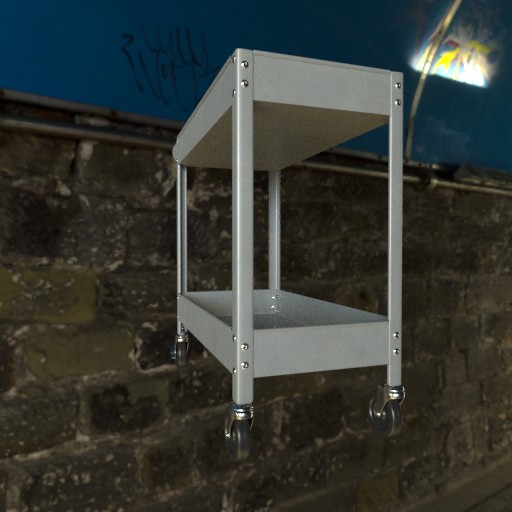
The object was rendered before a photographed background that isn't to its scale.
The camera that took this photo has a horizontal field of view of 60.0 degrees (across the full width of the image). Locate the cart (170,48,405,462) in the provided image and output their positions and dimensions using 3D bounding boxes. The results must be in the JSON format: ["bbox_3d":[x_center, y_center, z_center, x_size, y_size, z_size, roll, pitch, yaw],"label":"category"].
[{"bbox_3d":[0.000,0.000,1.163,0.366,0.719,0.779,0,1,-19],"label":"cart"}]
